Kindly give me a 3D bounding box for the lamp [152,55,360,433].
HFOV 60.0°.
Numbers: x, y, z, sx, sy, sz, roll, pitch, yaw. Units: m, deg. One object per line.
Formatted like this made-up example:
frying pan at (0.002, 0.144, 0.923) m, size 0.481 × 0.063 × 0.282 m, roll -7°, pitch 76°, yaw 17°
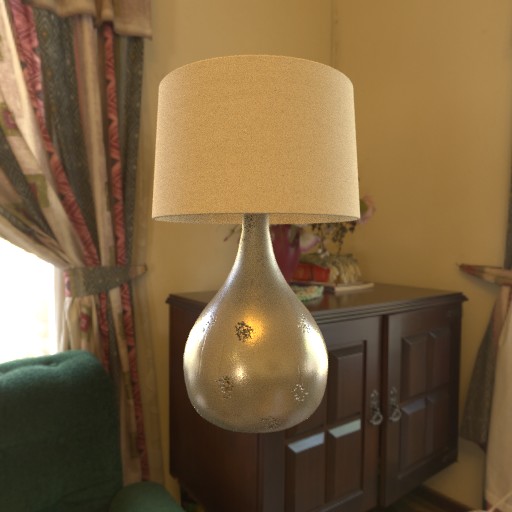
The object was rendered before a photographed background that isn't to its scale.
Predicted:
lamp at (0.000, 0.000, 0.723) m, size 0.330 × 0.521 × 0.330 m, roll 0°, pitch 2°, yaw 0°
